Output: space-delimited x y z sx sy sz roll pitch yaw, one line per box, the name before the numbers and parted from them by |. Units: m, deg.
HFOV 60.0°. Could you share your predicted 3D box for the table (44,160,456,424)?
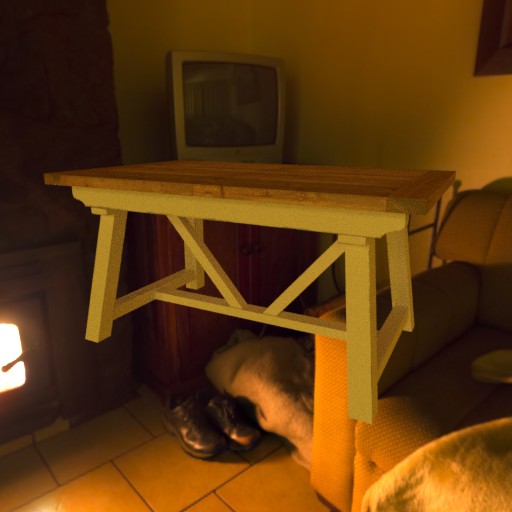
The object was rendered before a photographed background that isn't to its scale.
table | 0.000 0.000 1.995 1.503 0.743 0.922 8 18 27
